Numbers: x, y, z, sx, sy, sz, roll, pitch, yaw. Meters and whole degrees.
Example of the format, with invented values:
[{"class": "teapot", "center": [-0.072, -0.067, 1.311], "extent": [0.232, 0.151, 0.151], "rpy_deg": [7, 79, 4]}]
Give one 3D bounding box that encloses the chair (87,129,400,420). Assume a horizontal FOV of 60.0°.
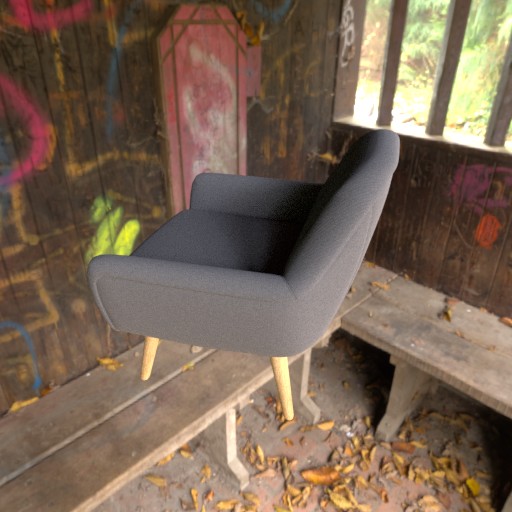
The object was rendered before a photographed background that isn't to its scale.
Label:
[{"class": "chair", "center": [0.000, 0.000, 1.436], "extent": [0.779, 0.800, 0.770], "rpy_deg": [8, 30, 14]}]
